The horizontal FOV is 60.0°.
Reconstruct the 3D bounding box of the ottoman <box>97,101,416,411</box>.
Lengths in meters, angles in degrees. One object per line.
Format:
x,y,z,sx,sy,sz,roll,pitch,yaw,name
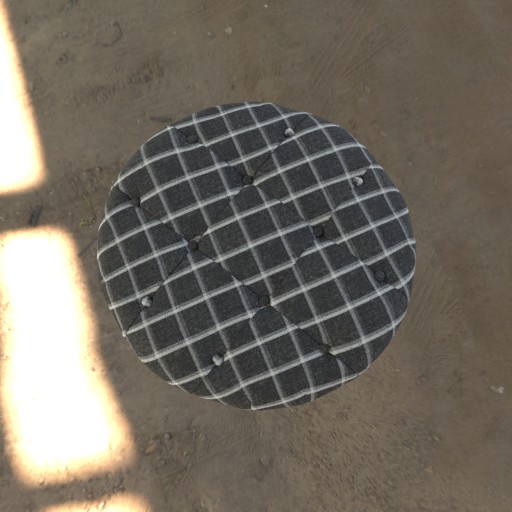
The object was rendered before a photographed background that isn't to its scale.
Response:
0.000,0.000,1.392,0.901,0.439,0.901,0,76,0,ottoman
